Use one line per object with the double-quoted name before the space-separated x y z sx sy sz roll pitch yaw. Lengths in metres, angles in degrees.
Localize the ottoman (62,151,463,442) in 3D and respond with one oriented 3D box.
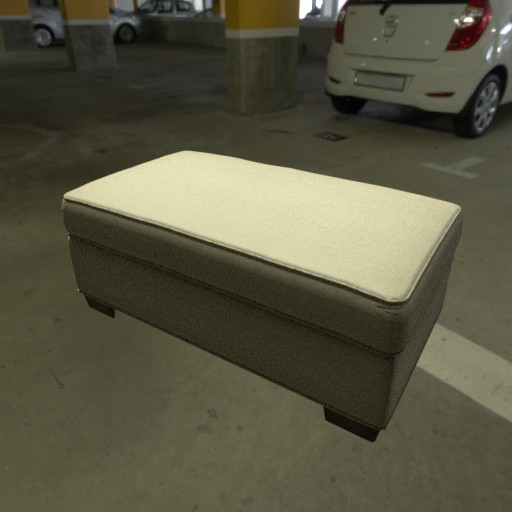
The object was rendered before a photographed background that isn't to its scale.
"ottoman" 0.000 0.000 1.426 1.097 0.461 0.617 17 34 28
